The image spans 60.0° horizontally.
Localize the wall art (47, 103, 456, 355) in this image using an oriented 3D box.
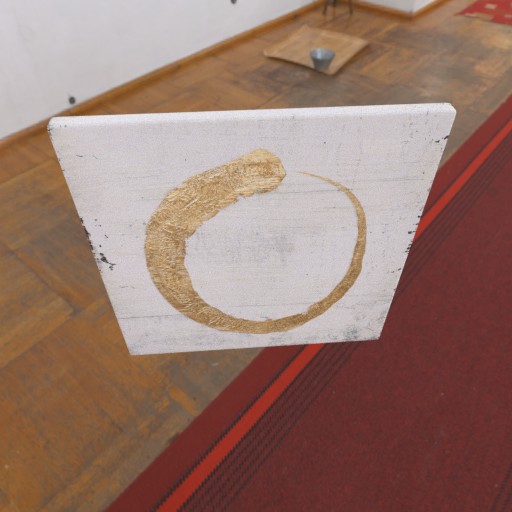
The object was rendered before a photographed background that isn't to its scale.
[{"bbox_3d":[0.000,0.000,1.101,0.762,0.762,0.038,-3,45,-3],"label":"wall art"}]
